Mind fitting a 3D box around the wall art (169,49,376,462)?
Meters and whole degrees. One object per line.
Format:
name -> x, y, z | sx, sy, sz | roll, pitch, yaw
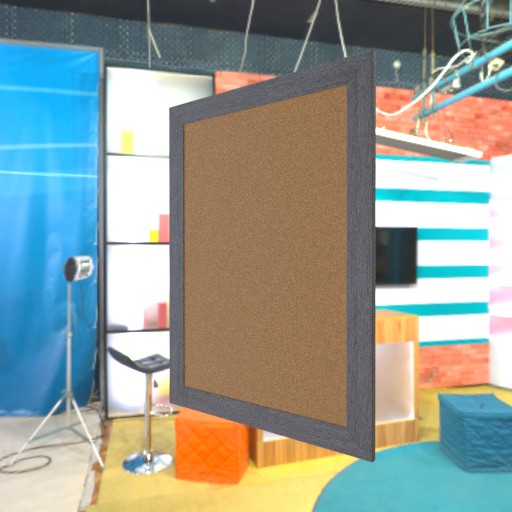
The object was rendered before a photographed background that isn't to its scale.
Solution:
wall art -> 0.000, 0.000, 1.385 | 0.768, 1.070, 0.020 | 0, 0, 37
